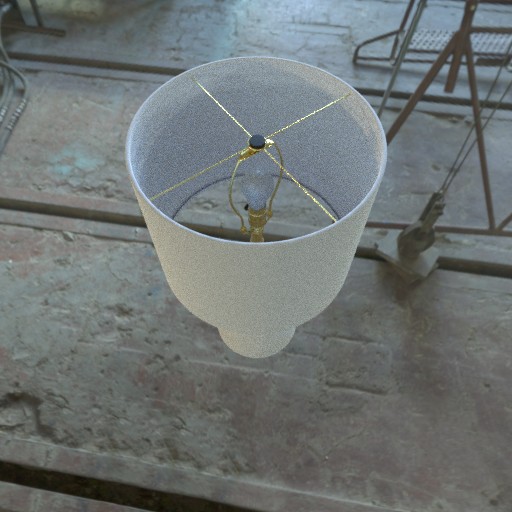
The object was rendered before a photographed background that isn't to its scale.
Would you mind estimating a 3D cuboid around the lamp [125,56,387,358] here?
[{"bbox_3d":[0.000,0.000,0.741,0.301,0.533,0.301,-32,64,-18],"label":"lamp"}]
